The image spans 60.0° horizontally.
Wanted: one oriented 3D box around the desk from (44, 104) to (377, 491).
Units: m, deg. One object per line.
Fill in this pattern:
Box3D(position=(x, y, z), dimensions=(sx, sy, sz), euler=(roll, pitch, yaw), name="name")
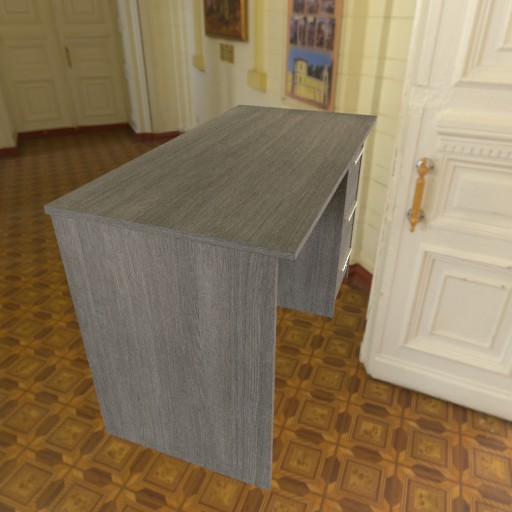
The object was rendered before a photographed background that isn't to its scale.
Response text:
Box3D(position=(0.000, 0.000, 1.492), dimensions=(0.560, 0.735, 1.097), euler=(11, 32, 18), name="desk")
